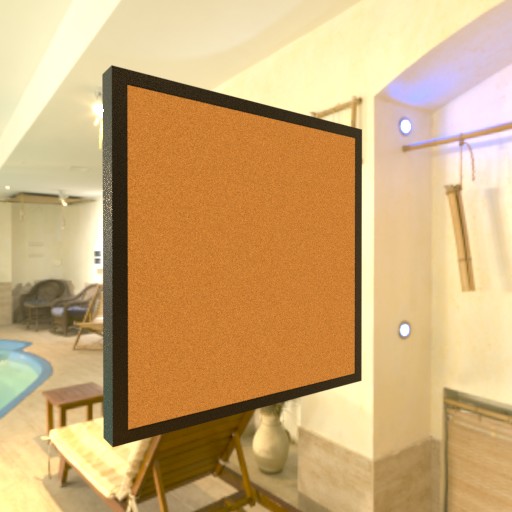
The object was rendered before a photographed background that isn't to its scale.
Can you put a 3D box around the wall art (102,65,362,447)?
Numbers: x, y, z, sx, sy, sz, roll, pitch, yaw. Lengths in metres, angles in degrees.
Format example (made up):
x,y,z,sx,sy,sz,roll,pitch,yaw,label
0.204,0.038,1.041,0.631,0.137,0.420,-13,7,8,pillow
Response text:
x,y,z,sx,sy,sz,roll,pitch,yaw,label
0.000,0.000,0.754,0.506,0.506,0.038,0,1,-37,wall art
